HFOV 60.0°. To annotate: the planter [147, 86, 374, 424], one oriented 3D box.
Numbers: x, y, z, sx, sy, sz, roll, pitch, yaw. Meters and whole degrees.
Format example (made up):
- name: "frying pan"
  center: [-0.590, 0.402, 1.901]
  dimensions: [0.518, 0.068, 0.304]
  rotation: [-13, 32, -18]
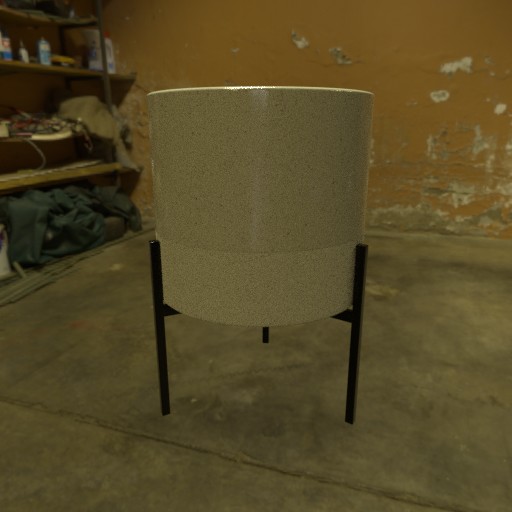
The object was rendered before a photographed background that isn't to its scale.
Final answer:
- name: "planter"
  center: [0.000, 0.000, 0.336]
  dimensions: [0.159, 0.230, 0.152]
  rotation: [-8, 18, -25]
